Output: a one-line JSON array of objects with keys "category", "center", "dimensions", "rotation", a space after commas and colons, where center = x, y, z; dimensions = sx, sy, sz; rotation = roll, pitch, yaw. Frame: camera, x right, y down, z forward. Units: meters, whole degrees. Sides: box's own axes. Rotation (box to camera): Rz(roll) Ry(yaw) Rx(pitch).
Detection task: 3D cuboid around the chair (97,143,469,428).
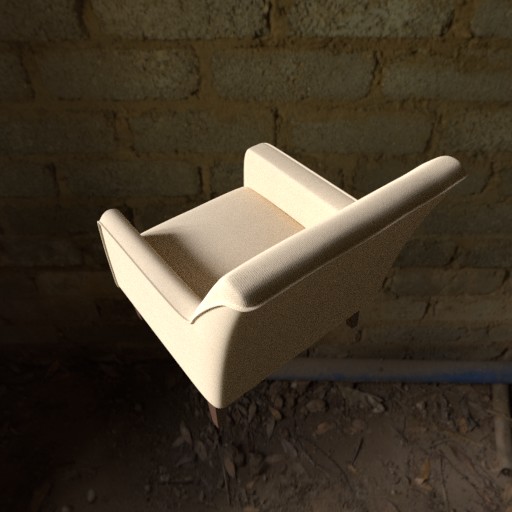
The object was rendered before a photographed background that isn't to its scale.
[{"category": "chair", "center": [0.000, 0.000, 1.568], "dimensions": [0.780, 0.919, 0.899], "rotation": [-29, 52, -26]}]
